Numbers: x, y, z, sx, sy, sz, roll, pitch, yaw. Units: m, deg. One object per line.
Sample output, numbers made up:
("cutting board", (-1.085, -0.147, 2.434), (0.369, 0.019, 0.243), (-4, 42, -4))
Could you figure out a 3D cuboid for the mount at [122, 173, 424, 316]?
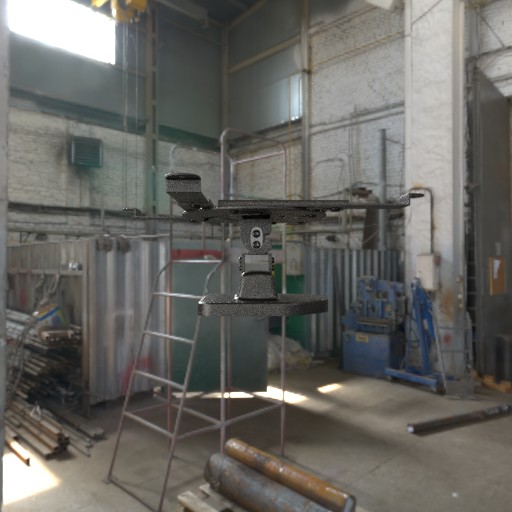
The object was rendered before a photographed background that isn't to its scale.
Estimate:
("mount", (0.000, 0.000, 0.589), (0.394, 0.141, 0.394), (0, -1, 0))
